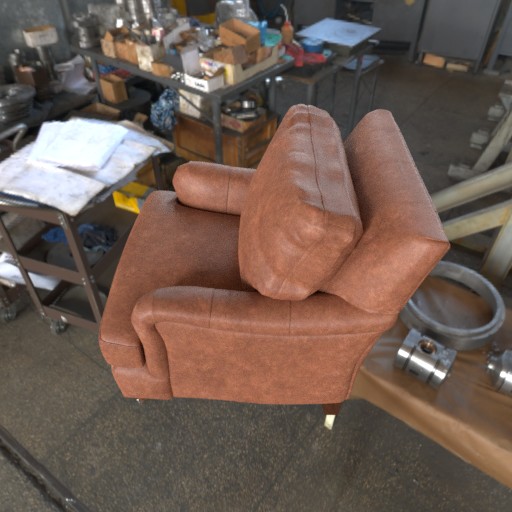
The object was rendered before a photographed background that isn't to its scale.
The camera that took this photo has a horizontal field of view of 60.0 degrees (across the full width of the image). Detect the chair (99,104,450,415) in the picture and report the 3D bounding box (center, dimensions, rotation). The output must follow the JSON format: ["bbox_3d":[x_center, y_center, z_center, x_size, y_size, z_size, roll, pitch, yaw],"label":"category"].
[{"bbox_3d":[0.000,0.000,1.903,1.158,1.055,0.986,1,42,1],"label":"chair"}]
